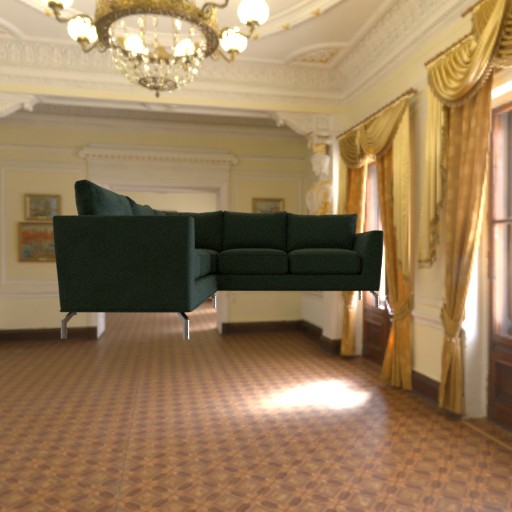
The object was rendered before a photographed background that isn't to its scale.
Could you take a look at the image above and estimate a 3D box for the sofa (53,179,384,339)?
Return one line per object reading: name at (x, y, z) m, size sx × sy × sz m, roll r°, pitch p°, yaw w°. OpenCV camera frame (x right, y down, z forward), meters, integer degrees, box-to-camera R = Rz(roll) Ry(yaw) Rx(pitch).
sofa at (0.000, 0.000, 3.883) m, size 2.452 × 1.004 × 2.468 m, roll 0°, pitch 0°, yaw 1°
